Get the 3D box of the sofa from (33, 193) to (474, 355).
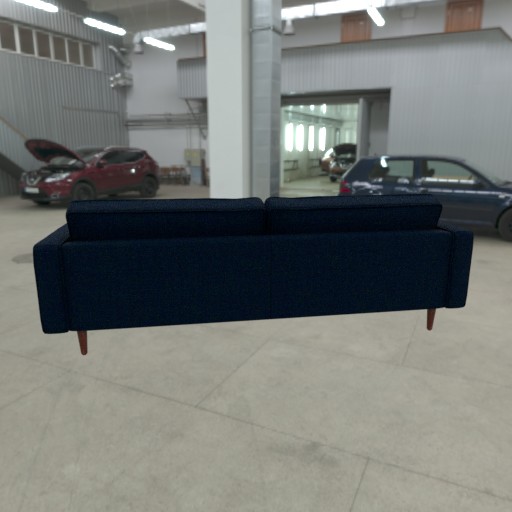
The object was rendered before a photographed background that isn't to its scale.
[{"bbox_3d":[0.000,0.000,2.641,2.210,0.762,0.914,-2,14,-9],"label":"sofa"}]
